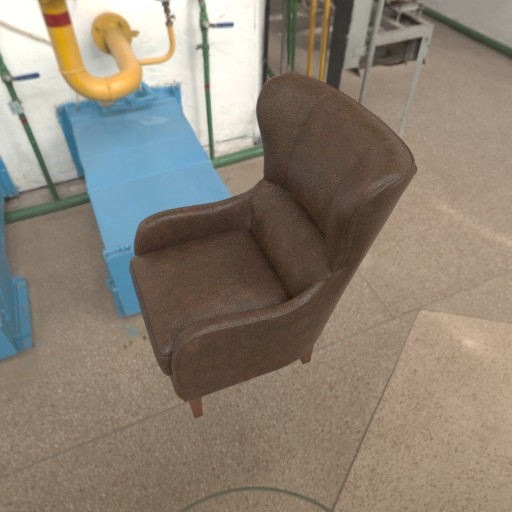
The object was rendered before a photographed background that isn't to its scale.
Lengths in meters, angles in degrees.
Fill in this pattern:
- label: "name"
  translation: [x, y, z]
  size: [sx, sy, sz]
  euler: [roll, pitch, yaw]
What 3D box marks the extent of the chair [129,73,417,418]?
- label: "chair"
  translation: [0.000, 0.000, 1.669]
  size: [0.914, 1.048, 0.692]
  euler: [-17, 49, -15]
